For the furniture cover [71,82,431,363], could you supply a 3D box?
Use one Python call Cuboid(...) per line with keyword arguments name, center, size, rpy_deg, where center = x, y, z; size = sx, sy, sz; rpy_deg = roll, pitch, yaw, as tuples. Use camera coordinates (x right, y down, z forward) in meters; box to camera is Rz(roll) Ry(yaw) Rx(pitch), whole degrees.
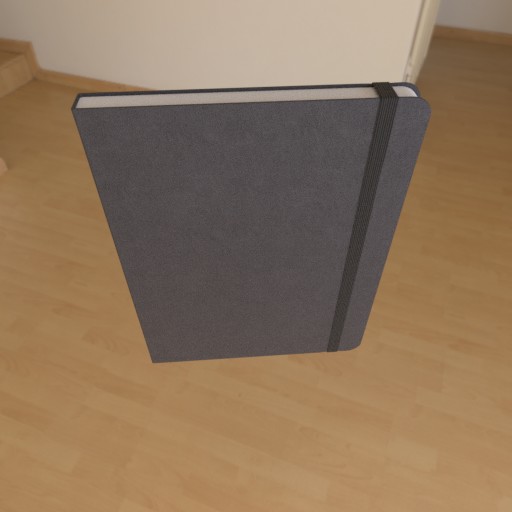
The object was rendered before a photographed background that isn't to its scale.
Cuboid(name="furniture cover", center=(0.000, 0.000, 0.368), size=(0.216, 0.281, 0.023), rpy_deg=(-3, 46, -3))
